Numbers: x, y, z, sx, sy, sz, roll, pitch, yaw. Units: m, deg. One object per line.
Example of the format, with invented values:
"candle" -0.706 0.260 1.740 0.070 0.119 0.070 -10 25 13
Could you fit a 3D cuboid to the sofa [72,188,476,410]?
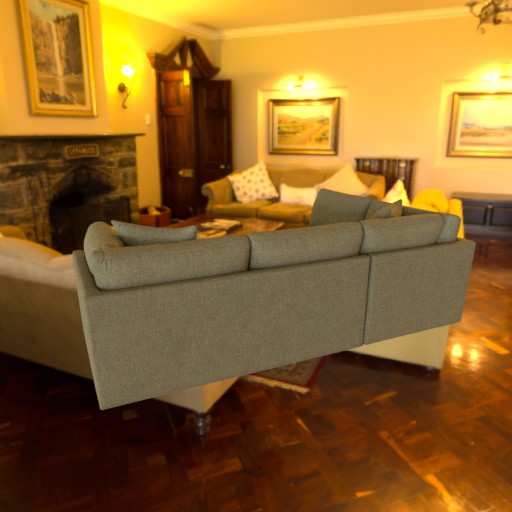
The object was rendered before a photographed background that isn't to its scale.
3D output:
"sofa" 0.000 0.000 3.802 2.896 0.978 1.994 -7 18 -24
